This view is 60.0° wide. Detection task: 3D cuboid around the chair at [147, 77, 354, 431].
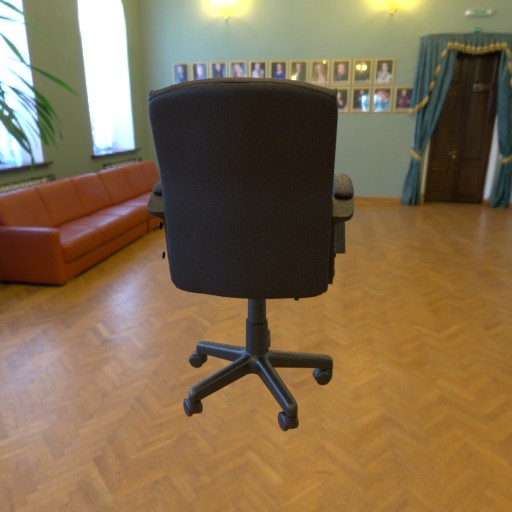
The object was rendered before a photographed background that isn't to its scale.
[{"bbox_3d":[0.000,0.000,1.395,0.576,0.998,0.641,2,17,7],"label":"chair"}]
